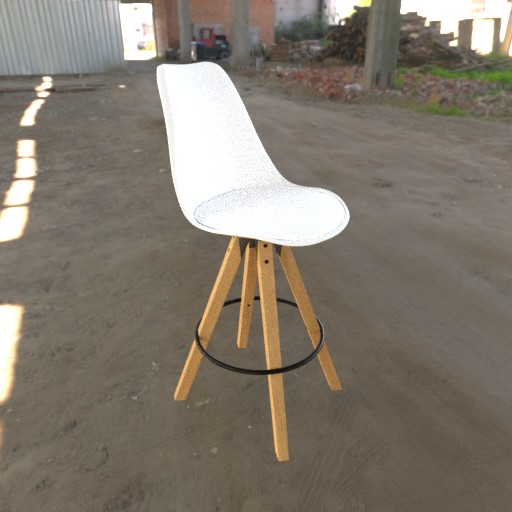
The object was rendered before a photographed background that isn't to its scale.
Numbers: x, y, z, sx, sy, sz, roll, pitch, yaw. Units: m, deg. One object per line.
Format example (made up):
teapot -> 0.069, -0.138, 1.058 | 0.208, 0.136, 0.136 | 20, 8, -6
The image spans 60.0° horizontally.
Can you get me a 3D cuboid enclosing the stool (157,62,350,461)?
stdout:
stool -> 0.000, 0.000, 1.409 | 0.549, 1.115, 0.482 | 17, 31, 31
